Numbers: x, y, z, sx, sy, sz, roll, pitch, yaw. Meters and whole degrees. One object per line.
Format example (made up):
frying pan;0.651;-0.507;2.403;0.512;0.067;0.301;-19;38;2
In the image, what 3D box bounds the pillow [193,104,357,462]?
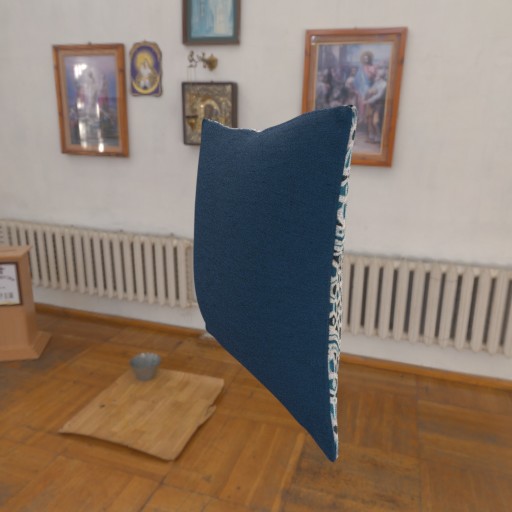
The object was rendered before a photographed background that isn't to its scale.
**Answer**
pillow;0.000;0.000;0.677;0.145;0.420;0.440;-7;16;-26
